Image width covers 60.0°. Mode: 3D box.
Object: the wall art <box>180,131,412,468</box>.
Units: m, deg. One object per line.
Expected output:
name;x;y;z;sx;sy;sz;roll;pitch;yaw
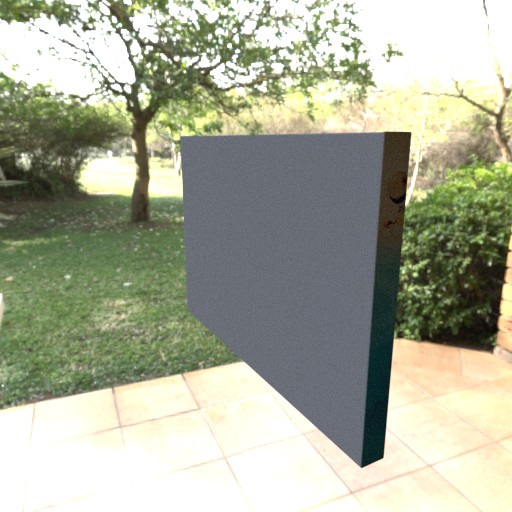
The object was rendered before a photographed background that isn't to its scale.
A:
wall art;0.000;0.000;1.127;0.057;0.595;0.894;-8;17;-28
